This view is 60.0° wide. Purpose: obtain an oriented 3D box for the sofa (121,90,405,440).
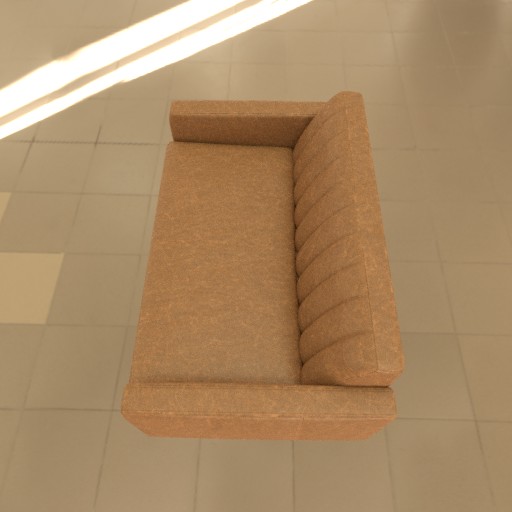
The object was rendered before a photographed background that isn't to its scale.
[{"bbox_3d":[0.000,0.000,2.049,0.960,0.820,1.549,1,59,0],"label":"sofa"}]
